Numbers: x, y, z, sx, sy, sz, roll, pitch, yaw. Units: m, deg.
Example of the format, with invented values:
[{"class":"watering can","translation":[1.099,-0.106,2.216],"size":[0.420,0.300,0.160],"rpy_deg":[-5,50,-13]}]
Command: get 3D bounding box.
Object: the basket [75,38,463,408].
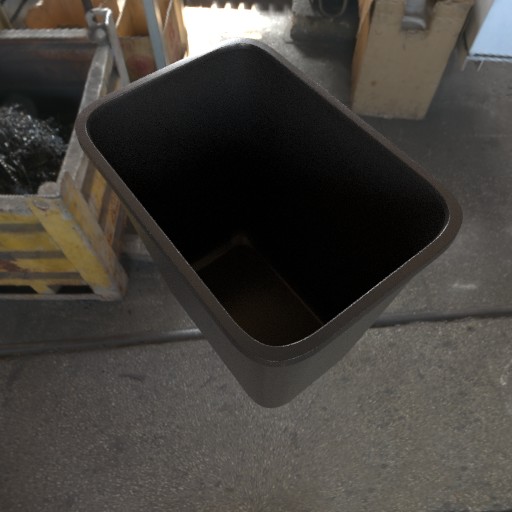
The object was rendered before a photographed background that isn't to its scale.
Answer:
[{"class":"basket","translation":[0.000,0.000,0.497],"size":[0.211,0.307,0.300],"rpy_deg":[-34,65,-18]}]
